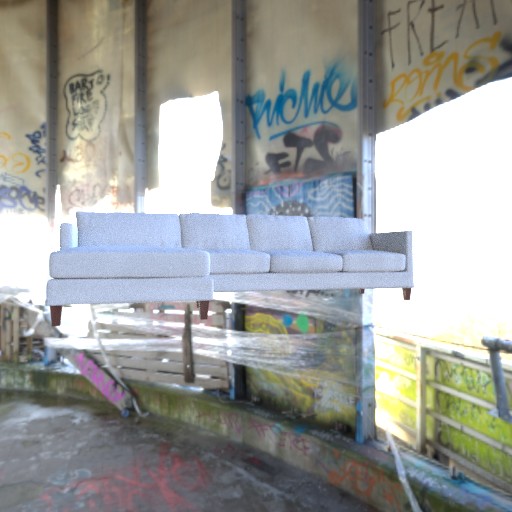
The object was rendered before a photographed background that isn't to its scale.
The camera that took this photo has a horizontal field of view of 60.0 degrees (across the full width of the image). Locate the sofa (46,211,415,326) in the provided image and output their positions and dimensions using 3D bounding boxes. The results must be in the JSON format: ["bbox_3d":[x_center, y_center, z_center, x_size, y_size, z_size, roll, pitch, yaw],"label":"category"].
[{"bbox_3d":[0.000,0.000,3.912,3.186,0.861,1.625,0,0,-18],"label":"sofa"}]
